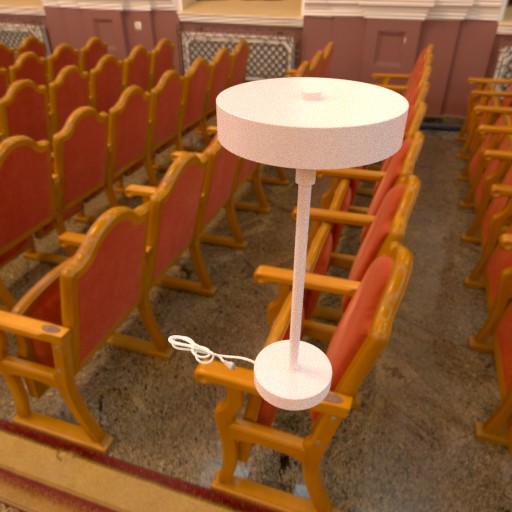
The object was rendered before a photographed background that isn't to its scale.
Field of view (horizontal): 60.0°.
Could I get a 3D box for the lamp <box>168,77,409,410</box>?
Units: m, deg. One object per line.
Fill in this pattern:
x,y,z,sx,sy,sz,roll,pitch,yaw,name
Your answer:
0.000,0.000,0.691,0.369,0.508,0.229,11,35,16,lamp
